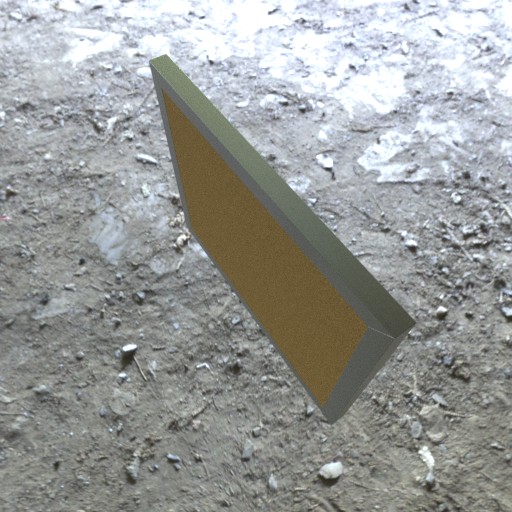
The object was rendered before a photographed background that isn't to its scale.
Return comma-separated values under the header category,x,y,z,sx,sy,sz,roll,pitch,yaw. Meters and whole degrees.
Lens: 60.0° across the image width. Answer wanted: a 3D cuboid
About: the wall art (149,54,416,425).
category,x,y,z,sx,sy,sz,roll,pitch,yaw
wall art,0.000,0.000,0.777,0.032,0.456,0.557,-30,63,-17
